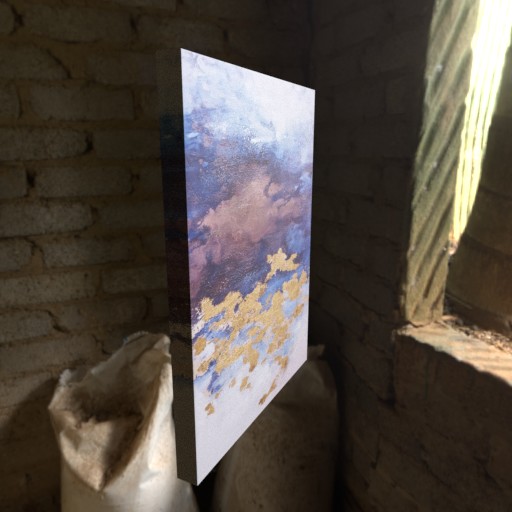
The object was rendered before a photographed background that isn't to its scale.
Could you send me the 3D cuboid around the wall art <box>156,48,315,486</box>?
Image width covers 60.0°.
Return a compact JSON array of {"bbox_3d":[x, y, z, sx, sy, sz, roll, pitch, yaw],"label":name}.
[{"bbox_3d":[0.000,0.000,0.762,0.036,0.581,0.437,7,16,26],"label":"wall art"}]
